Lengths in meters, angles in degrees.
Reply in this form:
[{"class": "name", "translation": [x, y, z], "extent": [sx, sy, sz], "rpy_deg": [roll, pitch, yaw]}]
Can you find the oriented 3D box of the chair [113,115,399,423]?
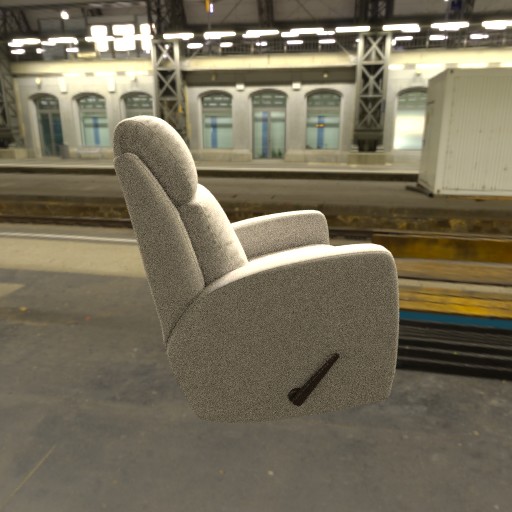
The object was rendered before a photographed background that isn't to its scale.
[{"class": "chair", "translation": [0.000, 0.000, 1.697], "extent": [0.941, 1.015, 0.812], "rpy_deg": [-3, 16, -10]}]
